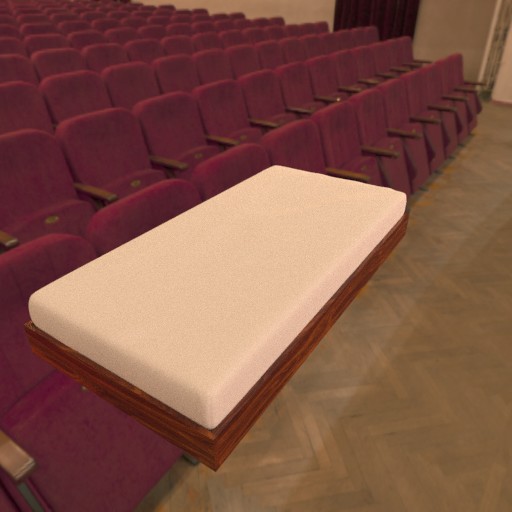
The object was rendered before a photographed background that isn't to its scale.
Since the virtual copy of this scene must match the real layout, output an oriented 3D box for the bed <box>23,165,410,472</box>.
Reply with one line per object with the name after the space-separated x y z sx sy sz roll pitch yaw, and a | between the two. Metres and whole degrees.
0.000 0.000 2.165 0.940 0.312 1.860 19 35 28 | bed
